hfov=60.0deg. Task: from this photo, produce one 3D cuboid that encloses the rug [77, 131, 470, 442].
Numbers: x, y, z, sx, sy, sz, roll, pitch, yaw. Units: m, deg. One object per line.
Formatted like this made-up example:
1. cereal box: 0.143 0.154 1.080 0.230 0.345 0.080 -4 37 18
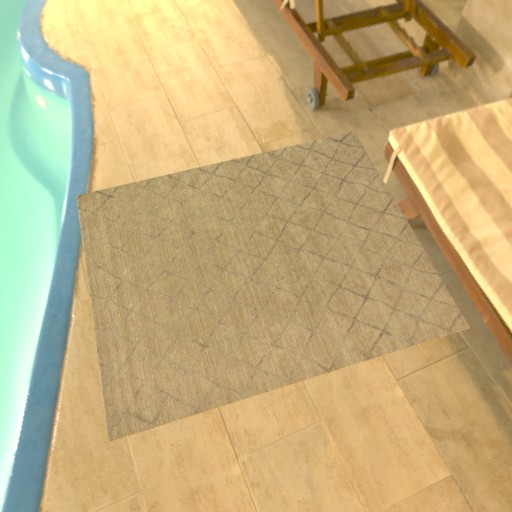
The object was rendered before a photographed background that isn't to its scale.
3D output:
1. rug: 0.000 0.000 4.106 3.038 0.019 2.420 -15 60 -9
